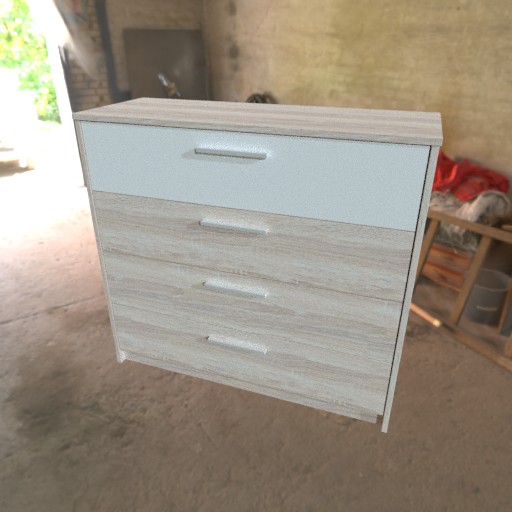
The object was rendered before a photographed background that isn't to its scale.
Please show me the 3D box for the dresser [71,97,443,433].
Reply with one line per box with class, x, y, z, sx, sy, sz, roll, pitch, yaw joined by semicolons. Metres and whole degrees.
dresser;0.000;0.000;1.452;0.980;0.900;0.380;9;28;17
